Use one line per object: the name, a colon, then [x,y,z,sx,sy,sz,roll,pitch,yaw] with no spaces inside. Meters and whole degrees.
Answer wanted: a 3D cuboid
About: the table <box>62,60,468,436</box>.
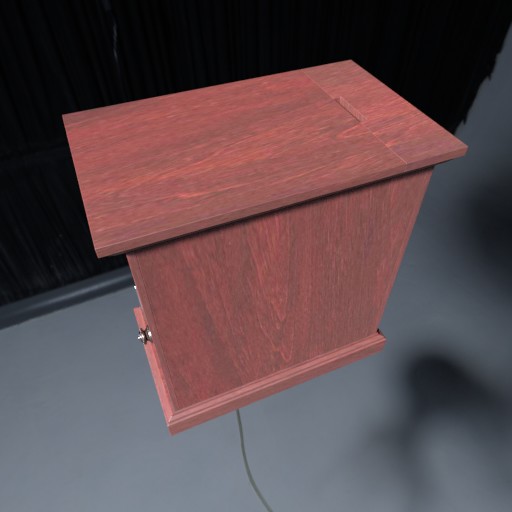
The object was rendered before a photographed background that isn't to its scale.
table: [0.000,0.000,0.962,0.584,0.612,0.356,-17,49,-16]
